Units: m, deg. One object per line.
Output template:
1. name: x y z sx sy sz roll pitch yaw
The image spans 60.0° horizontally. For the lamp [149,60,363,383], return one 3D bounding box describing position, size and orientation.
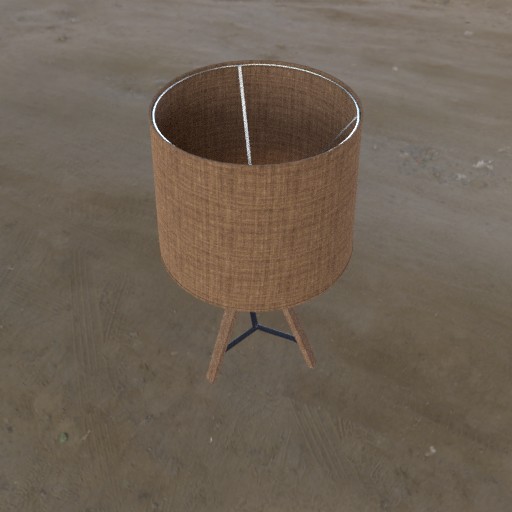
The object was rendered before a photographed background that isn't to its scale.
1. lamp: 0.000 0.000 0.704 0.290 0.514 0.290 0 46 0
